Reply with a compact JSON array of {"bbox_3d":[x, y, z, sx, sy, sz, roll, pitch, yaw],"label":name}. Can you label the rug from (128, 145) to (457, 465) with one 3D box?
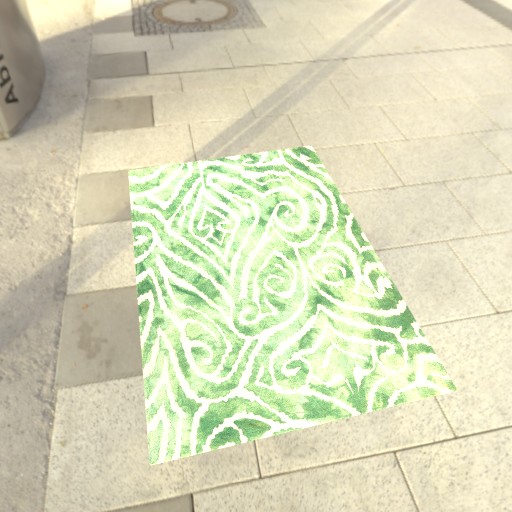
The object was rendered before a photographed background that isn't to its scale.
[{"bbox_3d":[0.000,0.000,2.292,1.220,0.006,1.826,-10,47,-9],"label":"rug"}]
